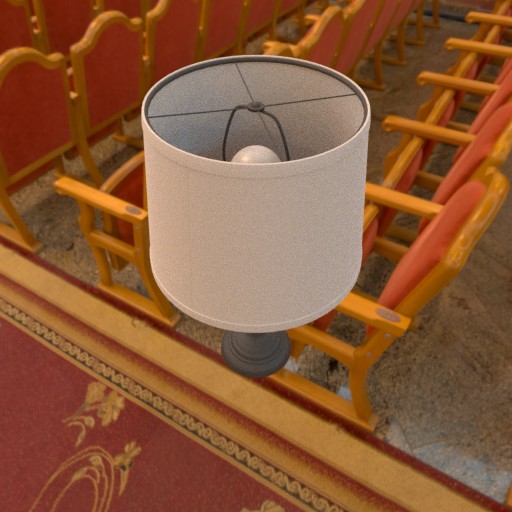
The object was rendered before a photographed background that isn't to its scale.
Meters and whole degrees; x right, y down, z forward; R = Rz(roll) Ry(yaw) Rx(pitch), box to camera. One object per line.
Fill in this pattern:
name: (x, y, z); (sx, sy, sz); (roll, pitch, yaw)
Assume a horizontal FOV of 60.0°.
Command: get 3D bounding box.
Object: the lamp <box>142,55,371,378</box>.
lamp: (0.000, 0.000, 0.676); (0.310, 0.501, 0.310); (0, 46, 0)
